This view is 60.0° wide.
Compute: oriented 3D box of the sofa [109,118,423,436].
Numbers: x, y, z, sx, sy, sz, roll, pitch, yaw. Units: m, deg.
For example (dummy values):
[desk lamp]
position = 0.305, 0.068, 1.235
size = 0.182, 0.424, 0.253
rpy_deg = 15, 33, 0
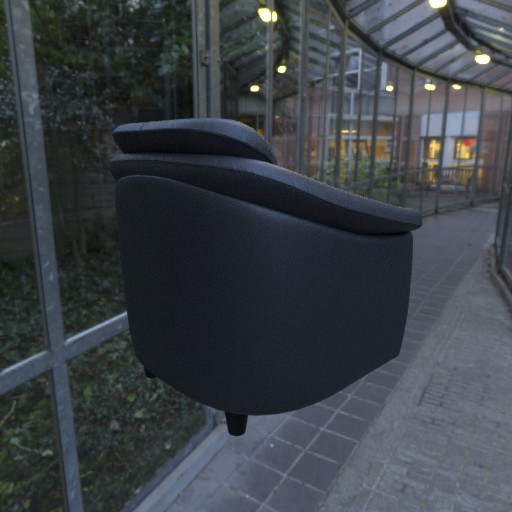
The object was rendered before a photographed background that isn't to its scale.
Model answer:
[sofa]
position = 0.000, 0.000, 1.444
size = 0.794, 0.811, 0.870
rpy_deg = -13, 18, -43
